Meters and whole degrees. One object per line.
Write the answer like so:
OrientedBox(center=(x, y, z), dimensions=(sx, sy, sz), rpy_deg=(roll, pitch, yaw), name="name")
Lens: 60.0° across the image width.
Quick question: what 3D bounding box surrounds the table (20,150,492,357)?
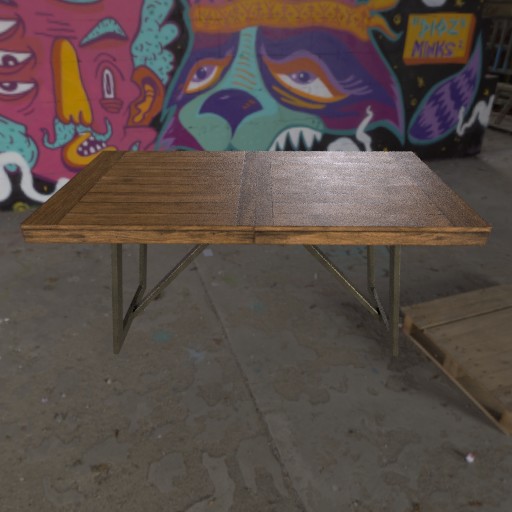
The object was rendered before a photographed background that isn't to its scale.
OrientedBox(center=(0.000, 0.000, 2.132), dimensions=(1.641, 0.757, 0.931), rpy_deg=(0, 29, 1), name="table")
